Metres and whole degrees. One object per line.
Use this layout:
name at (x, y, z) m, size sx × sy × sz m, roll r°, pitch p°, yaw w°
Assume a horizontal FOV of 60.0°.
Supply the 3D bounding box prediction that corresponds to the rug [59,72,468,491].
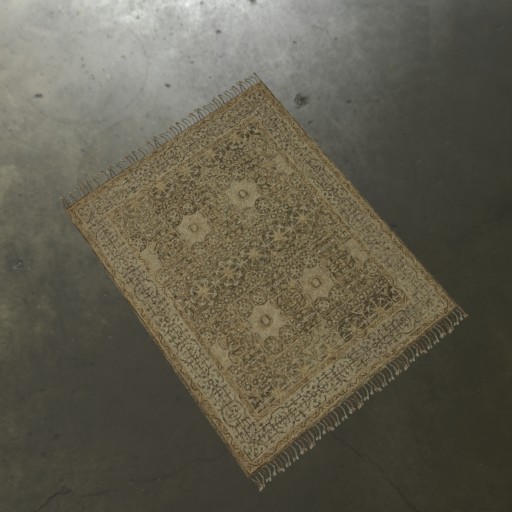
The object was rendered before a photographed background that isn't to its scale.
rug at (0.000, 0.000, 4.215) m, size 2.431 × 0.017 × 3.291 m, roll -36°, pitch 78°, yaw -9°
